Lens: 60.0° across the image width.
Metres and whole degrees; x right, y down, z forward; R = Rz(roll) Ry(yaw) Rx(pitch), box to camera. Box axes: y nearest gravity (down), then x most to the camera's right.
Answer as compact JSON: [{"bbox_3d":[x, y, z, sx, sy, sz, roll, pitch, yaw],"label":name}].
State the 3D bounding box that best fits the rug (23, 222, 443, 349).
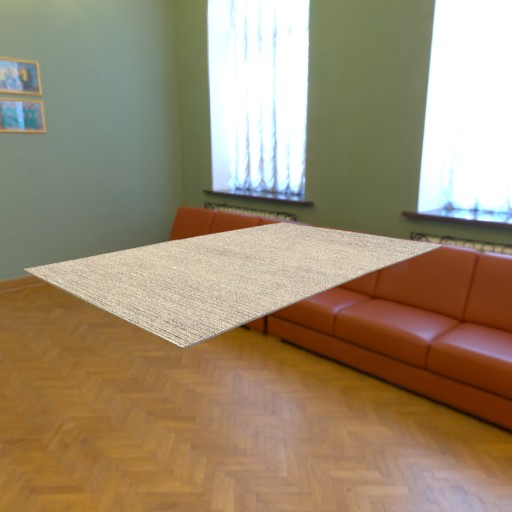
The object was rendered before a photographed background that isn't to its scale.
[{"bbox_3d":[0.000,0.000,2.218,1.162,0.022,1.804,13,19,42],"label":"rug"}]
